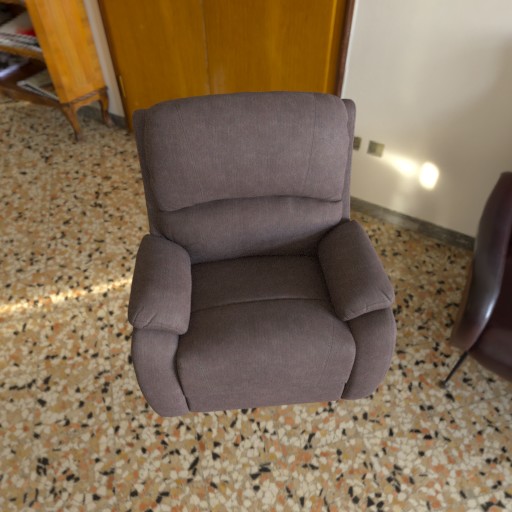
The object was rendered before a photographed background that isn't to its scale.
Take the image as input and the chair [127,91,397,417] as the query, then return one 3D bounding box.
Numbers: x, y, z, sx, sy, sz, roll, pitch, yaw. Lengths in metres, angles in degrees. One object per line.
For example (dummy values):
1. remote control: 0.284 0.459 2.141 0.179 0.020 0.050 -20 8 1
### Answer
1. chair: 0.000 0.000 1.730 0.930 1.011 0.899 -4 47 -4
